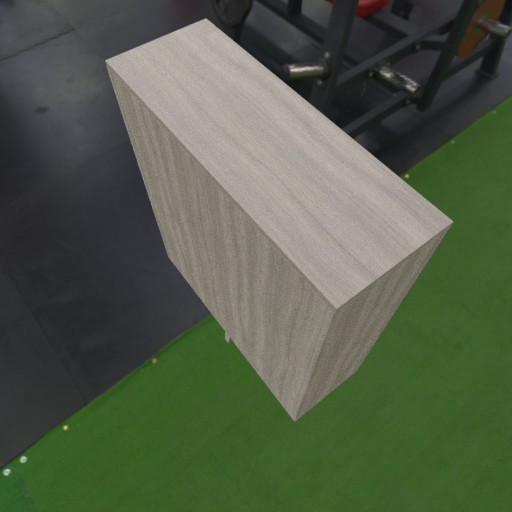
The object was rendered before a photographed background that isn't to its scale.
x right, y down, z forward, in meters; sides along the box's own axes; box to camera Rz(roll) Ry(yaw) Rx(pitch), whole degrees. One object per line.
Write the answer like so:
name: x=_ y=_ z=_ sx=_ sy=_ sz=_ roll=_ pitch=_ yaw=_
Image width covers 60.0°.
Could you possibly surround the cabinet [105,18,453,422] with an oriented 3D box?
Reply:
cabinet: x=0.000 y=0.000 z=1.868 sx=0.398 sy=1.388 sz=1.111 roll=-33 pitch=64 yaw=-18
